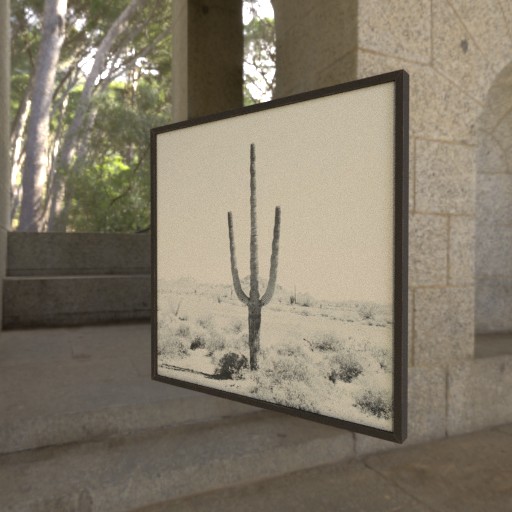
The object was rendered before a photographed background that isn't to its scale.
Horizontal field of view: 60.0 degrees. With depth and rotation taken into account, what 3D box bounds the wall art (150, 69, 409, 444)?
[{"bbox_3d":[0.000,0.000,1.138,0.762,0.762,0.038,1,1,36],"label":"wall art"}]
